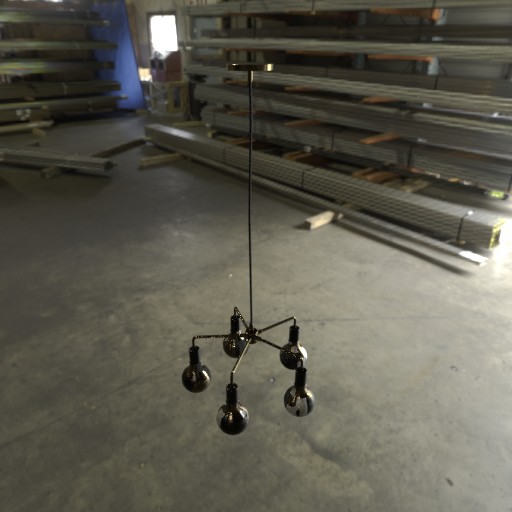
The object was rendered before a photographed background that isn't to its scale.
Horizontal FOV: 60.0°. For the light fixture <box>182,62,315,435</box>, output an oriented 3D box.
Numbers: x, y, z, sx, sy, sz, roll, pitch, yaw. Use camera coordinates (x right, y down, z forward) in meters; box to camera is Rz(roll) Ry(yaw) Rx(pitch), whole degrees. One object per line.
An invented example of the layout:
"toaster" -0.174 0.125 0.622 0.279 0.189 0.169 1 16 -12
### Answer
"light fixture" 0.000 0.000 1.240 0.421 0.988 0.438 17 31 31
